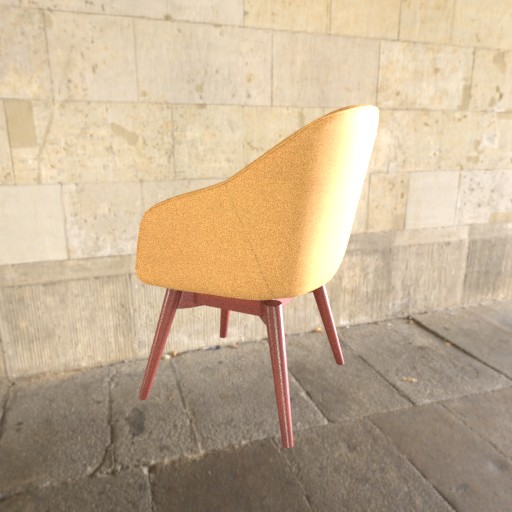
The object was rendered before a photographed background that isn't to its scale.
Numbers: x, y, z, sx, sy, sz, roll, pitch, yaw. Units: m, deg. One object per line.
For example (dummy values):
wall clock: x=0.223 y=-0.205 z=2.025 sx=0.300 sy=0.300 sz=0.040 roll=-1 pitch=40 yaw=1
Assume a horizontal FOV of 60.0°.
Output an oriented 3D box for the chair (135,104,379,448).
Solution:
chair: x=0.000 y=0.000 z=1.298 sx=0.635 sy=0.823 sz=0.596 roll=8 pitch=17 yaw=26
